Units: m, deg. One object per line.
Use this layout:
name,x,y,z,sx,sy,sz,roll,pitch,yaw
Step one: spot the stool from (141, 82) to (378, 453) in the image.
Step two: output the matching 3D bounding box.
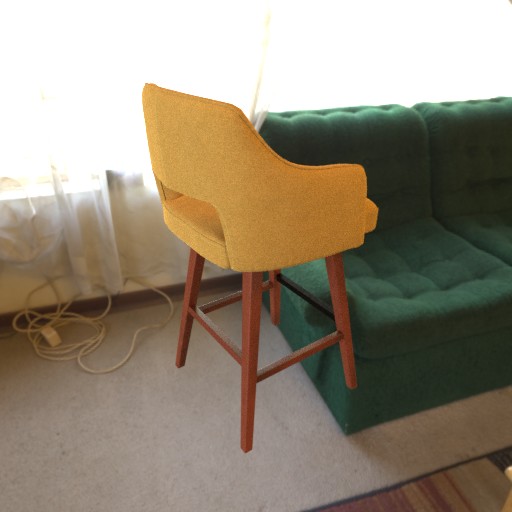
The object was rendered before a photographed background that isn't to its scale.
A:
stool,0.000,0.000,1.361,0.558,1.012,0.548,-18,33,-30
